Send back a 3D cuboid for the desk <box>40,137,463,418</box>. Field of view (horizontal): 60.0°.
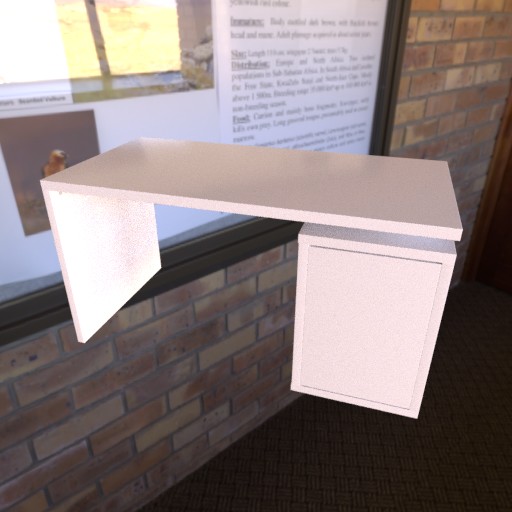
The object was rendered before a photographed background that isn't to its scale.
[{"bbox_3d":[0.000,0.000,1.860,1.400,0.740,0.690,8,29,15],"label":"desk"}]
